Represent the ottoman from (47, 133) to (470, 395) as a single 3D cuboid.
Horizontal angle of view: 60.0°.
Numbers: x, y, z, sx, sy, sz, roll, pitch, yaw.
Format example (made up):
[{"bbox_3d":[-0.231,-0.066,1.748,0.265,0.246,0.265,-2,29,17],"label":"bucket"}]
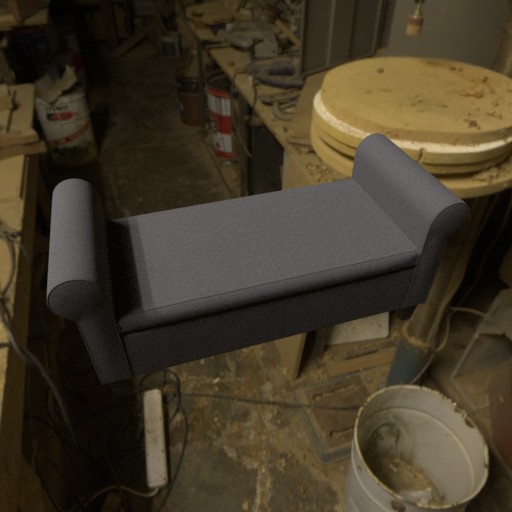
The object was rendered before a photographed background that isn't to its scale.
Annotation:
[{"bbox_3d":[0.000,0.000,1.570,1.256,0.547,0.521,-12,42,-13],"label":"ottoman"}]
